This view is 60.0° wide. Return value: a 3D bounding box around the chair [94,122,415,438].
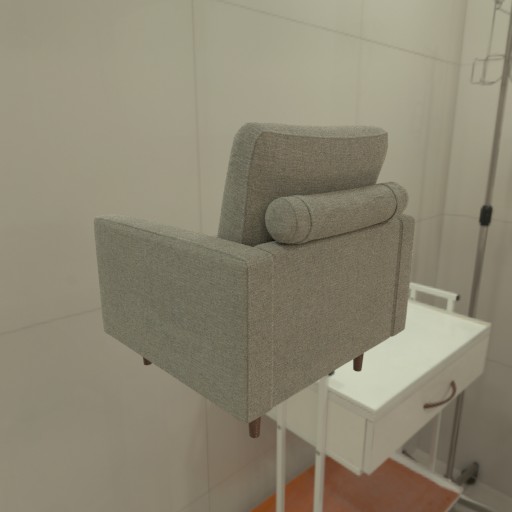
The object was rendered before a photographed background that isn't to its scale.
[{"bbox_3d":[0.000,0.000,1.560,0.821,0.880,0.843,-14,21,-42],"label":"chair"}]
